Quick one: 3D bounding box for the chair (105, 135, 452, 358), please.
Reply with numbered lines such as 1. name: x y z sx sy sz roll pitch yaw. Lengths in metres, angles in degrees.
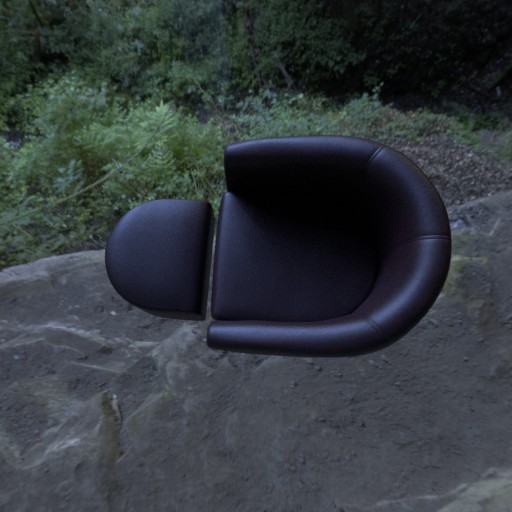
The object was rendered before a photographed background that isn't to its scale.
1. chair: 0.000 0.000 1.677 1.176 0.755 0.737 4 76 1
